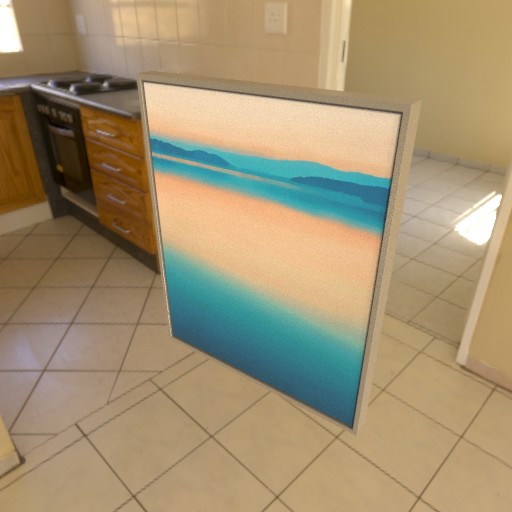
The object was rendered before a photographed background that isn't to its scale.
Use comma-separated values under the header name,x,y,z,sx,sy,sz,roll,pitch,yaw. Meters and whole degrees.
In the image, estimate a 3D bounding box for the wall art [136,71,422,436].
name,x,y,z,sx,sy,sz,roll,pitch,yaw
wall art,0.000,0.000,0.759,0.453,0.554,0.037,19,35,30
